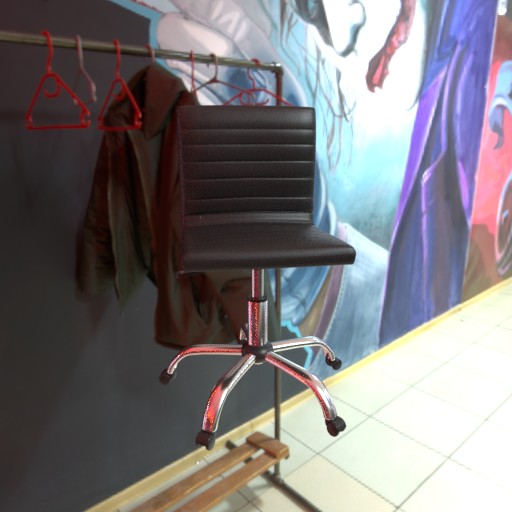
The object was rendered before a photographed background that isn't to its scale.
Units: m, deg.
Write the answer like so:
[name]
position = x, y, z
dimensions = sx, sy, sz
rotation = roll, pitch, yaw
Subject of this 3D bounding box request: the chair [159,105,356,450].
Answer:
[chair]
position = 0.000, 0.000, 1.182
dimensions = 0.556, 0.780, 0.530
rotation = -2, 15, -9
